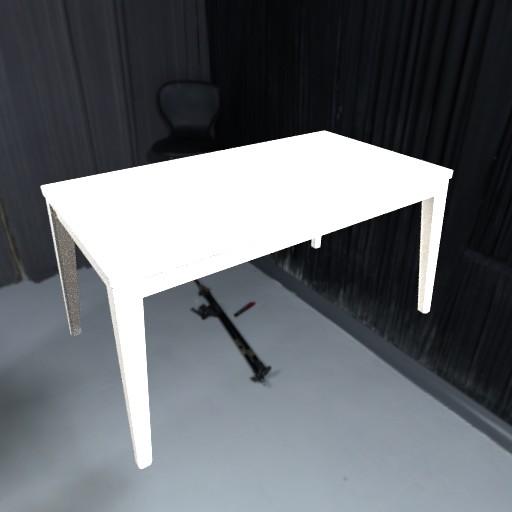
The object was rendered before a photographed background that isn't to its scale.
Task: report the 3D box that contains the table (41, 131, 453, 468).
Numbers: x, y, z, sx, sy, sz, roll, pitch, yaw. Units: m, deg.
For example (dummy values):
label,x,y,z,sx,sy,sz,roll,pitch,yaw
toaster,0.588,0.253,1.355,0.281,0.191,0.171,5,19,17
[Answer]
label,x,y,z,sx,sy,sz,roll,pitch,yaw
table,0.000,0.000,2.060,1.600,0.760,0.900,-19,35,-30
